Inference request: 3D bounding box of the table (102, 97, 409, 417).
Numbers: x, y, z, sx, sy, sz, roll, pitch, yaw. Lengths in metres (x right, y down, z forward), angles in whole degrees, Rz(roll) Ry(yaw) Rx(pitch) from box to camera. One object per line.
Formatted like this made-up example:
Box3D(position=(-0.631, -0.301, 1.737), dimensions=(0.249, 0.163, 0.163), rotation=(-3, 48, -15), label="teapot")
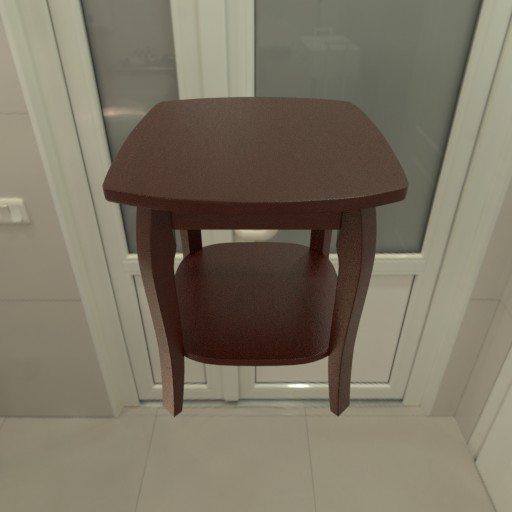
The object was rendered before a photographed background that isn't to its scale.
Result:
Box3D(position=(0.000, 0.000, 0.891), dimensions=(0.433, 0.496, 0.502), rotation=(0, 34, 0), label="table")
